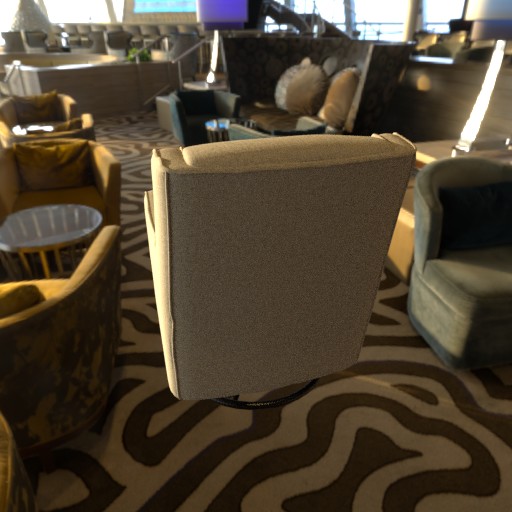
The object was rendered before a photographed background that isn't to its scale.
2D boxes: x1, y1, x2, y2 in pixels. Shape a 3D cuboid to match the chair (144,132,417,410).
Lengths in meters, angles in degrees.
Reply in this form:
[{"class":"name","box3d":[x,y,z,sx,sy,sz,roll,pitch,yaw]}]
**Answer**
[{"class":"chair","box3d":[0.000,0.000,1.613,0.732,0.993,0.879,-7,29,-14]}]
